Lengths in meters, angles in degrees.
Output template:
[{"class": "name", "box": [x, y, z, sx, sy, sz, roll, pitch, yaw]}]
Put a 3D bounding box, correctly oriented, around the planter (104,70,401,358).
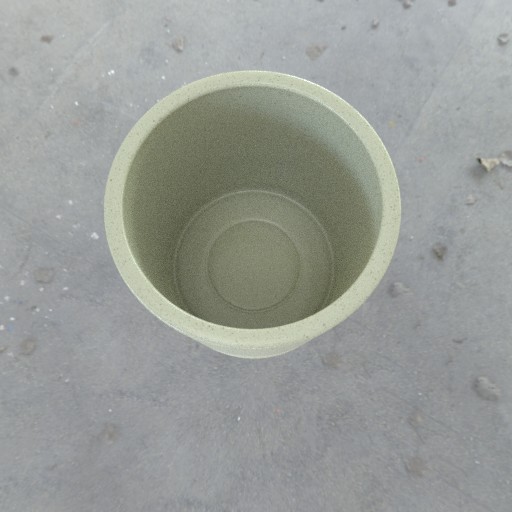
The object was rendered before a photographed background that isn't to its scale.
[{"class": "planter", "box": [0.000, 0.000, 0.695, 0.323, 0.475, 0.314, 31, 78, 8]}]
